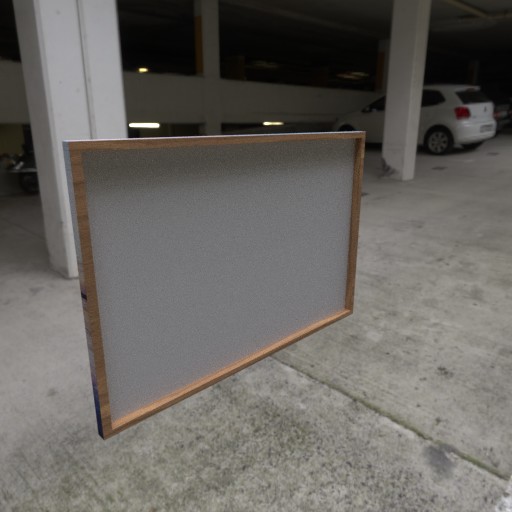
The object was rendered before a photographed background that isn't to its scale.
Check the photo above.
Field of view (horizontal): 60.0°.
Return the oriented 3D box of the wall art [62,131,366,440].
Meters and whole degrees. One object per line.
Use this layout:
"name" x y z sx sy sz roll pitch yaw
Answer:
"wall art" 0.000 0.000 0.762 0.604 0.402 0.018 -16 23 -42
